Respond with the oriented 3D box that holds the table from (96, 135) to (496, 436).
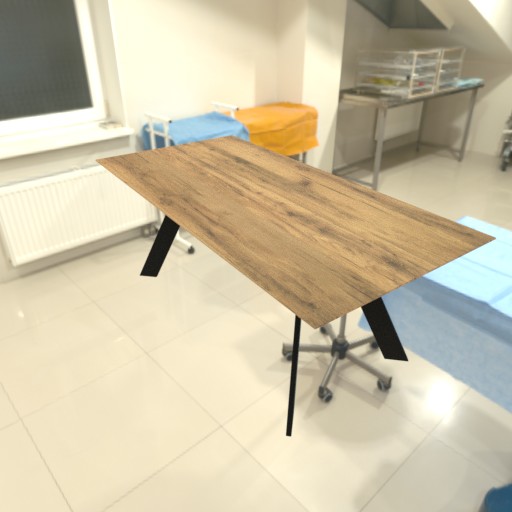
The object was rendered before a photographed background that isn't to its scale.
[{"bbox_3d":[0.000,0.000,2.467,1.000,0.770,2.000,-20,35,-30],"label":"table"}]
